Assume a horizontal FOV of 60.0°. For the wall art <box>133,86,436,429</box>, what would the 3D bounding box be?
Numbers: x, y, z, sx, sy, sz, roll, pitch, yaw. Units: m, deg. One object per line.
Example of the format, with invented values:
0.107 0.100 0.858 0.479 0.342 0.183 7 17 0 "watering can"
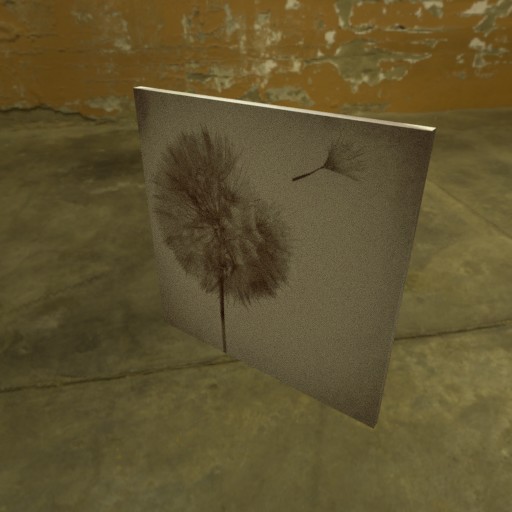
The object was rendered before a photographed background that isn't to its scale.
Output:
0.000 0.000 1.153 0.762 0.762 0.027 19 35 30 "wall art"
